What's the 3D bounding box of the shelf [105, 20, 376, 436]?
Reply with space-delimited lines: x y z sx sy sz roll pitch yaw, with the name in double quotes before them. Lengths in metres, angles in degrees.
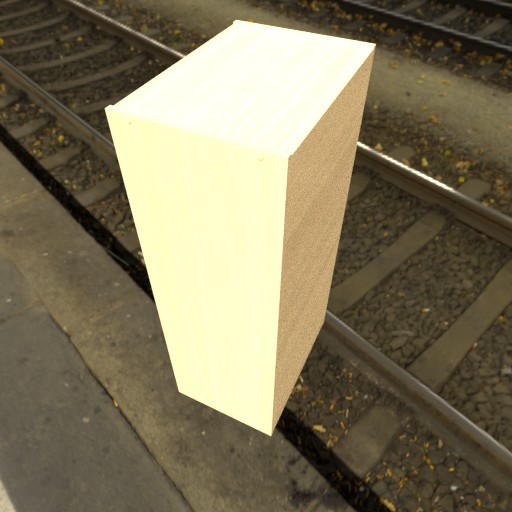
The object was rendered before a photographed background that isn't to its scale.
"shelf" 0.000 0.000 1.051 0.292 0.876 0.417 19 49 18
